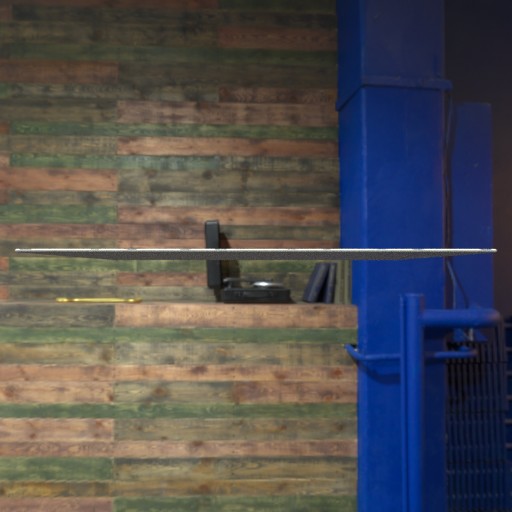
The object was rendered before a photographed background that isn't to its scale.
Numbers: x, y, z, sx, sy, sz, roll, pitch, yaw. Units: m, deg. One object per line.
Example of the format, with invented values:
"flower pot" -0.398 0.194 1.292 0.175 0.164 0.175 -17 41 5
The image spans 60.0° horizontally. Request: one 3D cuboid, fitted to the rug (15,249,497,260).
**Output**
"rug" 0.000 0.000 2.924 2.365 0.017 1.521 0 -2 0
